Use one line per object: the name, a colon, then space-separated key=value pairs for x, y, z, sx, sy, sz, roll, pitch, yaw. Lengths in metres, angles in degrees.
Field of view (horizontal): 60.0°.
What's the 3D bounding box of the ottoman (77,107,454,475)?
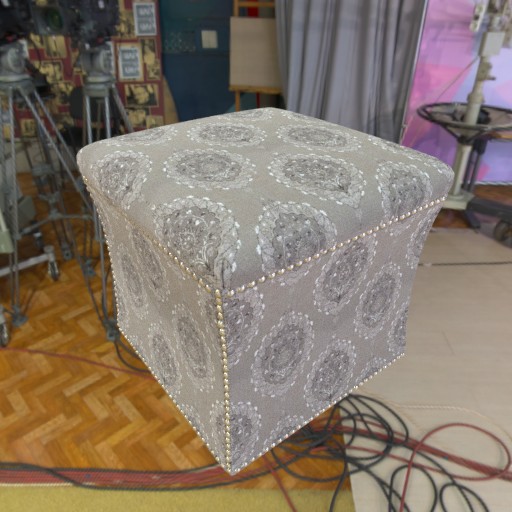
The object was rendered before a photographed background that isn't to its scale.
ottoman: x=0.000 y=0.000 z=0.887 sx=0.497 sy=0.473 sz=0.507 roll=-22 pitch=39 yaw=-31
